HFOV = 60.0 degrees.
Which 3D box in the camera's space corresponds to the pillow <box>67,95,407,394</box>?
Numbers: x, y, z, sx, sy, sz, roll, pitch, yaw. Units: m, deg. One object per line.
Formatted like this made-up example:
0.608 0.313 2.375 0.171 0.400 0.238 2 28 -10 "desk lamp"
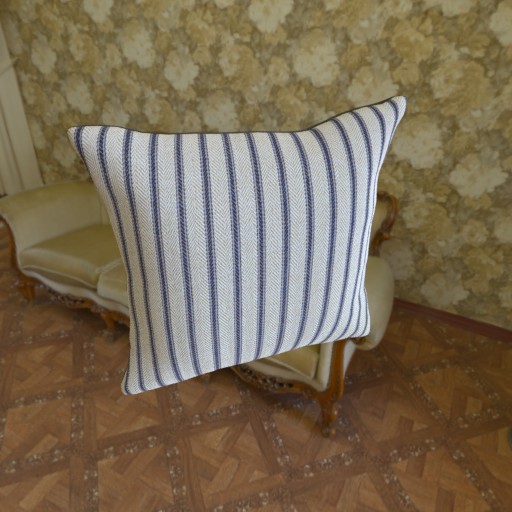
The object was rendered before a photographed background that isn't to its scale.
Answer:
0.000 0.000 0.685 0.468 0.444 0.138 -10 33 -17 "pillow"
